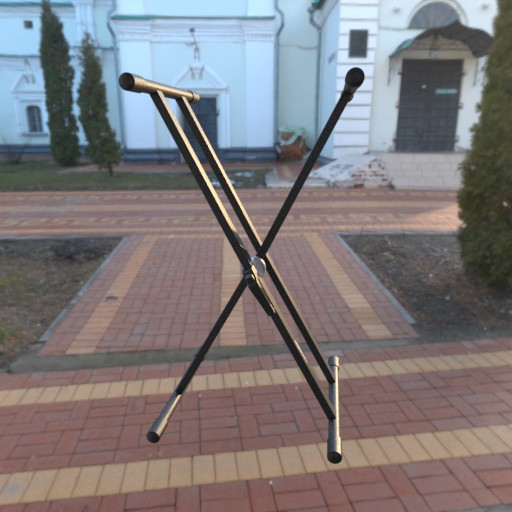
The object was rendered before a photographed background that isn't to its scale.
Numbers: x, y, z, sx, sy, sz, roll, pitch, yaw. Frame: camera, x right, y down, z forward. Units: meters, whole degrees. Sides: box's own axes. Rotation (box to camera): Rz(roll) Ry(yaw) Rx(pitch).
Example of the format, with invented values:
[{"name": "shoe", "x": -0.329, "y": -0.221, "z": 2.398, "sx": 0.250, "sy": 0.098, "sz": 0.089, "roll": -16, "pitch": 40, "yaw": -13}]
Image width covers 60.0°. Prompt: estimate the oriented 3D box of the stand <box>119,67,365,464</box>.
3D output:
[{"name": "stand", "x": 0.000, "y": 0.000, "z": 1.229, "sx": 0.503, "sy": 0.900, "sz": 0.495, "roll": 3, "pitch": 16, "yaw": 9}]
